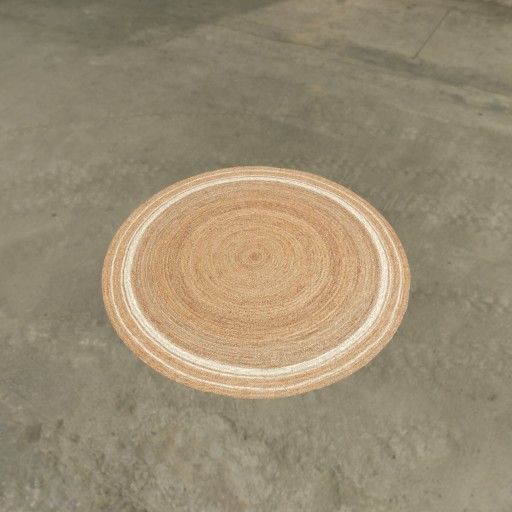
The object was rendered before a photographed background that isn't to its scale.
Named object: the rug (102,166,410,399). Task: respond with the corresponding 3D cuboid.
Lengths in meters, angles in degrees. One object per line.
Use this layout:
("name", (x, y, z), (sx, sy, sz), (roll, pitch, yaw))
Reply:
("rug", (0.000, 0.000, 3.611), (2.444, 0.015, 2.444), (0, 47, 0))
